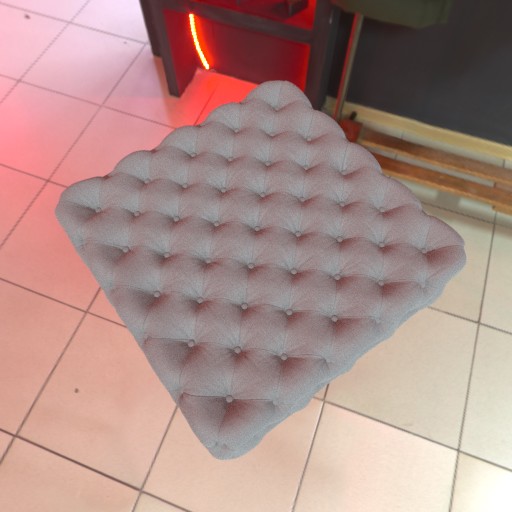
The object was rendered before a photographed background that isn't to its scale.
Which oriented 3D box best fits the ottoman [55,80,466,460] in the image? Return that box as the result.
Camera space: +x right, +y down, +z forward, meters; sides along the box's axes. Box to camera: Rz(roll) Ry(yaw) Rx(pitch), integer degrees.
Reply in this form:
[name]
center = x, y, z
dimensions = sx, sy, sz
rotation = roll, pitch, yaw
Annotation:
[ottoman]
center = 0.000, 0.000, 1.434
dimensions = 0.917, 0.439, 0.911
rotation = -34, 68, -16
